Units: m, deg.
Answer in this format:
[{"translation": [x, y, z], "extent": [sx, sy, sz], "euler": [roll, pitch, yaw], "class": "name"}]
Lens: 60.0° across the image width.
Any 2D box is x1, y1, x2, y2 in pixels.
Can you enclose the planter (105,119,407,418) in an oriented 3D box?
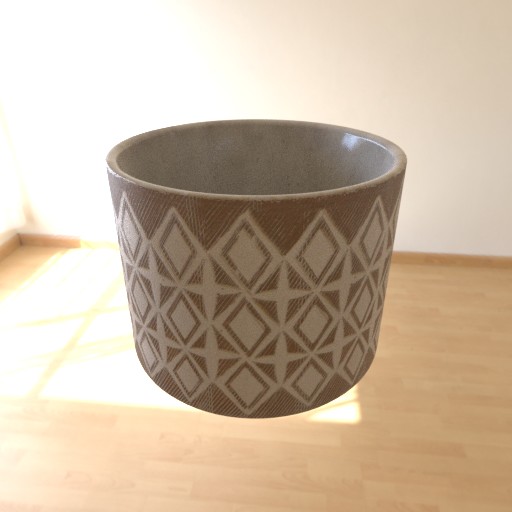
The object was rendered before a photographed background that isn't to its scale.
[{"translation": [0.000, 0.000, 0.333], "extent": [0.193, 0.165, 0.193], "euler": [0, 28, 0], "class": "planter"}]
